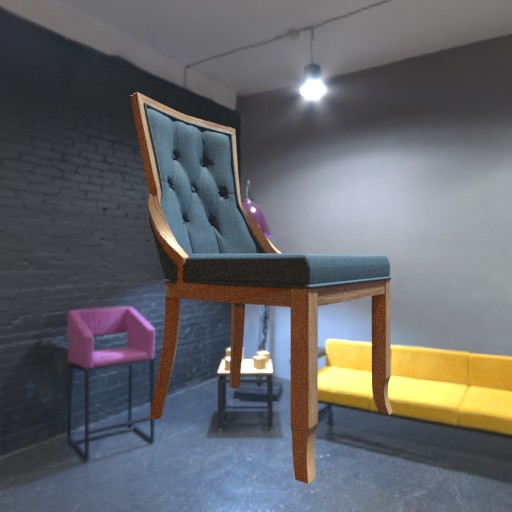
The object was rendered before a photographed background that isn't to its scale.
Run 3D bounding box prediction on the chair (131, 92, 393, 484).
[{"bbox_3d":[0.000,0.000,1.312,0.641,0.947,0.524,0,0,36],"label":"chair"}]
